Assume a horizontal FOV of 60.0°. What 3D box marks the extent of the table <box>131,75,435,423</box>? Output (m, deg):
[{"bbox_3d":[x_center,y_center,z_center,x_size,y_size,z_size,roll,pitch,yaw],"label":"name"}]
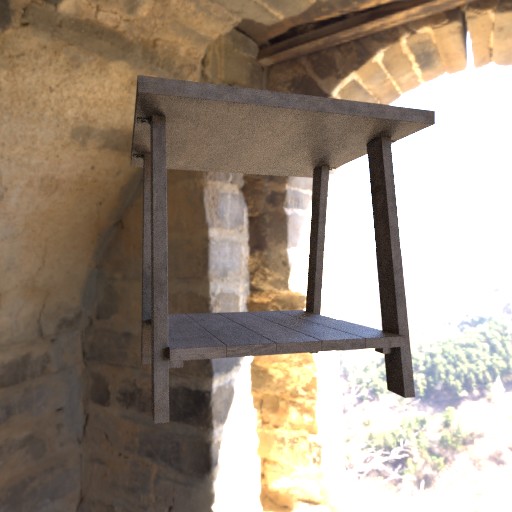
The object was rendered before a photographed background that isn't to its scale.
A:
[{"bbox_3d":[0.000,0.000,1.136,0.610,0.610,0.610,0,-1,-17],"label":"table"}]
